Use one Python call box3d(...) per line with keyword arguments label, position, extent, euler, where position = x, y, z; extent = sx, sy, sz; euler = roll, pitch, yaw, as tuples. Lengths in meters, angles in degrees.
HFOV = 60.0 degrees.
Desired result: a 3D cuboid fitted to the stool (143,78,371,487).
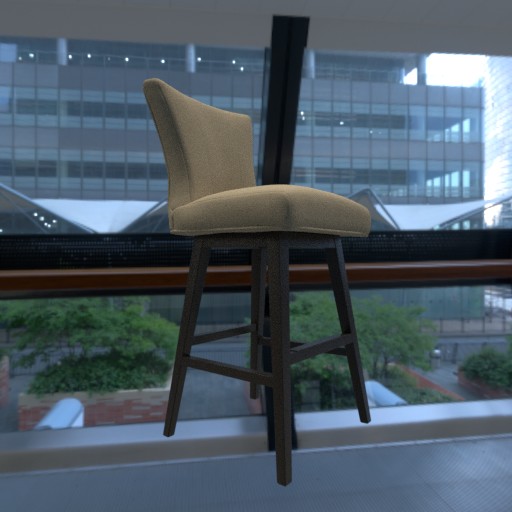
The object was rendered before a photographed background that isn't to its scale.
box3d(label="stool", position=(0.000, 0.000, 1.409), extent=(0.574, 1.086, 0.514), euler=(0, 0, 37))
